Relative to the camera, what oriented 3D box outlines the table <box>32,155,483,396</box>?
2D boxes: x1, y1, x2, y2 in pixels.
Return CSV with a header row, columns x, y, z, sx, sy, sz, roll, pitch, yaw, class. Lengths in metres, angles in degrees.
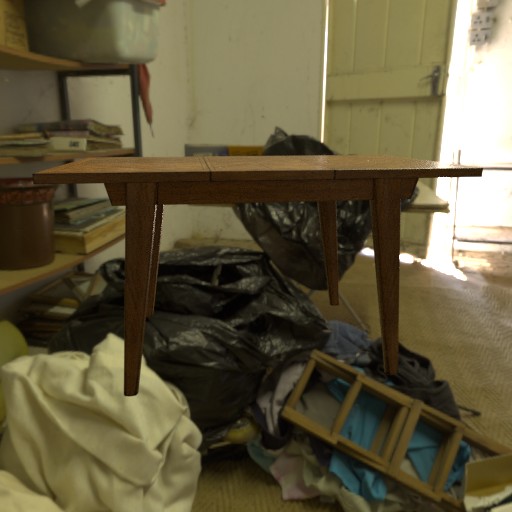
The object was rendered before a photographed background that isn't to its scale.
x,y,z,sx,sy,sz,roll,pitch,yaw,class
0.000,0.000,1.824,1.400,0.760,0.757,-2,16,-8,table
